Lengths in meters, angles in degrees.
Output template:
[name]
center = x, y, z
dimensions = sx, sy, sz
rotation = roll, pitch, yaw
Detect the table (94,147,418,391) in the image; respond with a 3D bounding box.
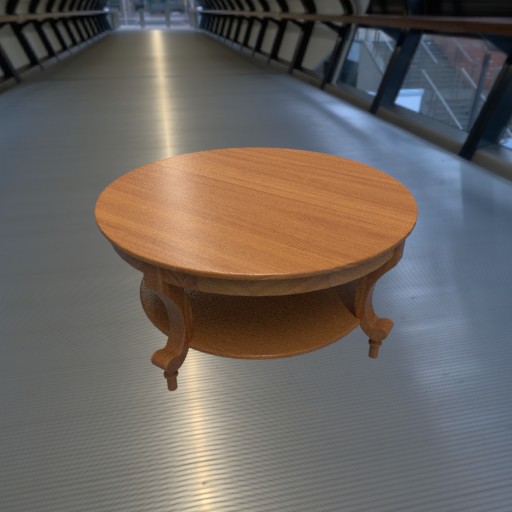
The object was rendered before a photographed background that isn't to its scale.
[table]
center = 0.000, 0.000, 1.591
dimensions = 1.029, 0.490, 1.029
rotation = 0, 30, 0
